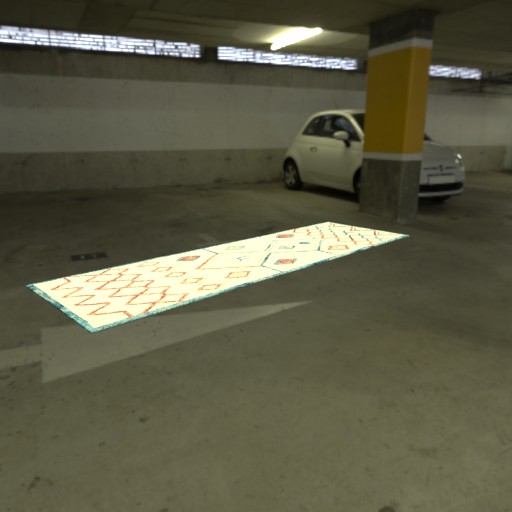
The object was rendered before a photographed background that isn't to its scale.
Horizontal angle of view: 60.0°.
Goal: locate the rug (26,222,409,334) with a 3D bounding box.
[{"bbox_3d":[0.000,0.000,2.741,2.435,0.011,0.750,-14,21,-42],"label":"rug"}]
